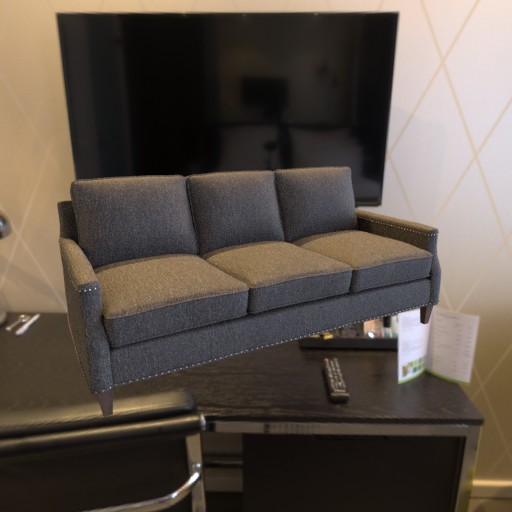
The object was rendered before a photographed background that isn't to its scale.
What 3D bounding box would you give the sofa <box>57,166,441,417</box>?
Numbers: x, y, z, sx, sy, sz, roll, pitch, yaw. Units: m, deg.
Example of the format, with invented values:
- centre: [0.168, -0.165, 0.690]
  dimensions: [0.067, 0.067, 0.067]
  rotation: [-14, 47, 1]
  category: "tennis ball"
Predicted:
- centre: [0.000, 0.000, 2.812]
  dimensions: [2.246, 1.003, 1.084]
  rotation: [-9, 18, -27]
  category: "sofa"
